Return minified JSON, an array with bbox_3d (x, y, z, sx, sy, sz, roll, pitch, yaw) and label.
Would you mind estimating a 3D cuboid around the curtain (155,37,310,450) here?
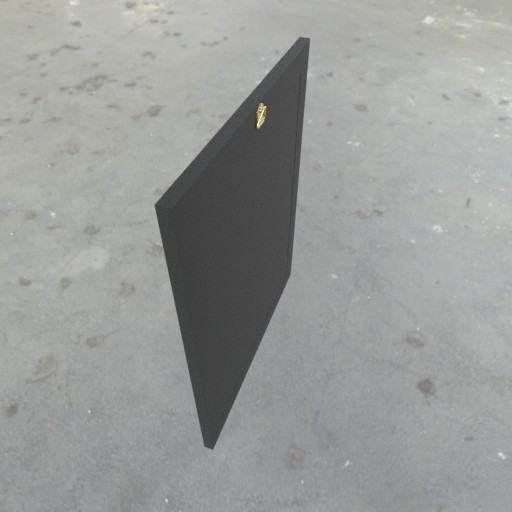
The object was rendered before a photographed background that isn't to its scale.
[{"bbox_3d":[0.000,0.000,0.793,0.027,0.585,0.483,15,47,15],"label":"curtain"}]
